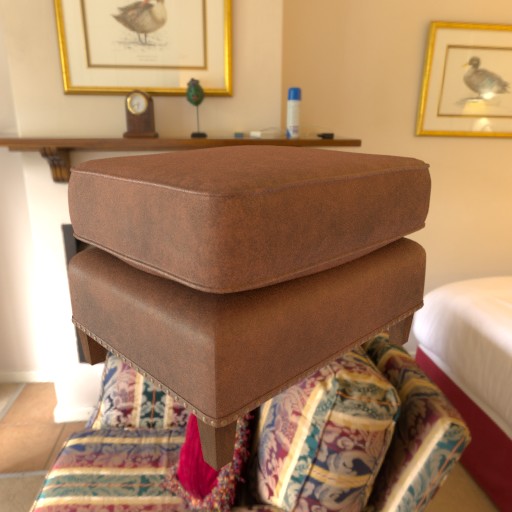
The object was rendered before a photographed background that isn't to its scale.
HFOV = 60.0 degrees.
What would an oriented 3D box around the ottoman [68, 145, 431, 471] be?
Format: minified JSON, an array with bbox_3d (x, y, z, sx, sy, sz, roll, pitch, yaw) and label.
[{"bbox_3d":[0.000,0.000,1.107,0.738,0.537,0.589,-16,23,-42],"label":"ottoman"}]
